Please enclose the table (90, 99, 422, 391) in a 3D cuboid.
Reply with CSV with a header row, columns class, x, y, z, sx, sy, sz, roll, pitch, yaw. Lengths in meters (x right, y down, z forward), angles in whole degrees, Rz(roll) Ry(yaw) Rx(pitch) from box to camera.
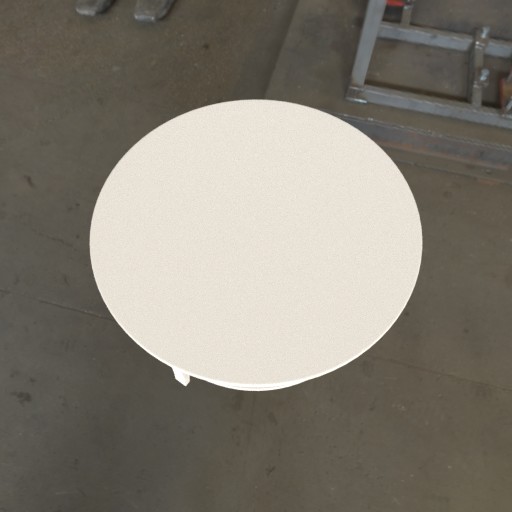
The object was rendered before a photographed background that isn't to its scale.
class,x,y,z,sx,sy,sz,roll,pitch,yaw
table,0.000,0.000,1.431,0.910,0.457,0.910,0,62,0
